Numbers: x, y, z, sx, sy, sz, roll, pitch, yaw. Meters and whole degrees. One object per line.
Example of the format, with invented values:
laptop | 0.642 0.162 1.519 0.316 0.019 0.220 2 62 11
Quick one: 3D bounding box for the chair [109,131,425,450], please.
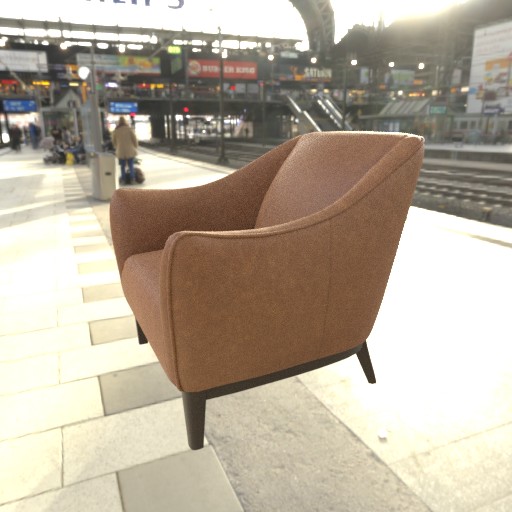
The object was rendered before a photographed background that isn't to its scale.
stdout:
chair | 0.000 0.000 1.536 0.852 0.830 0.871 -8 18 -25
